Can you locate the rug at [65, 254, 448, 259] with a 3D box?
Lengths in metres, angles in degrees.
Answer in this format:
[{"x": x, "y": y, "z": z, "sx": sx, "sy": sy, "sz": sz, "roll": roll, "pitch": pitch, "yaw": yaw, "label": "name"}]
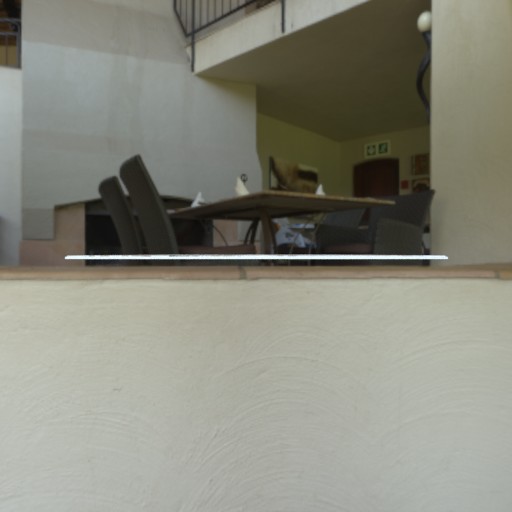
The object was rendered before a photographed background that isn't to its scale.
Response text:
[{"x": 0.000, "y": 0.000, "z": 2.877, "sx": 1.514, "sy": 0.014, "sz": 2.275, "roll": 0, "pitch": 0, "yaw": 0, "label": "rug"}]
